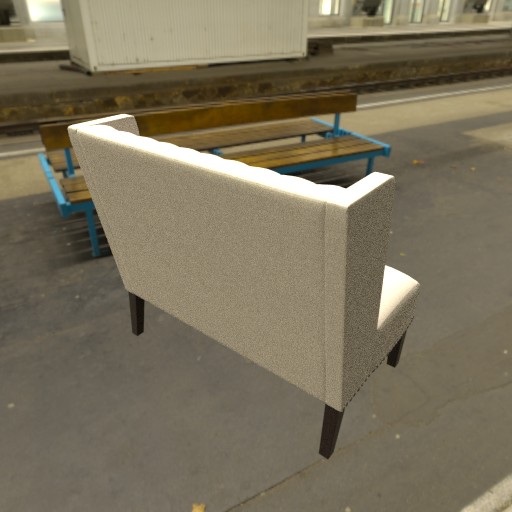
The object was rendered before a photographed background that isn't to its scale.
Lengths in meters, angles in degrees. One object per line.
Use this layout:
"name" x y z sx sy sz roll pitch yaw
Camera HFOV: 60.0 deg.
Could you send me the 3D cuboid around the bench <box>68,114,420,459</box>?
"bench" 0.000 0.000 1.986 1.280 1.123 0.847 22 37 33
